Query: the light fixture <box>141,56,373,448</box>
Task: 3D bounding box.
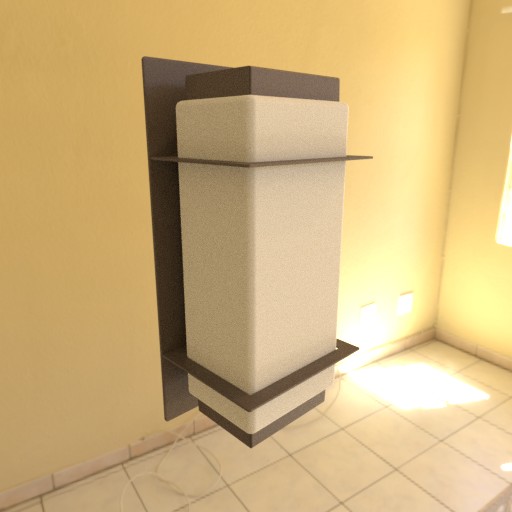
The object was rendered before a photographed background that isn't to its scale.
[{"bbox_3d":[0.000,0.000,0.422,0.153,0.347,0.146,-14,21,-42],"label":"light fixture"}]
